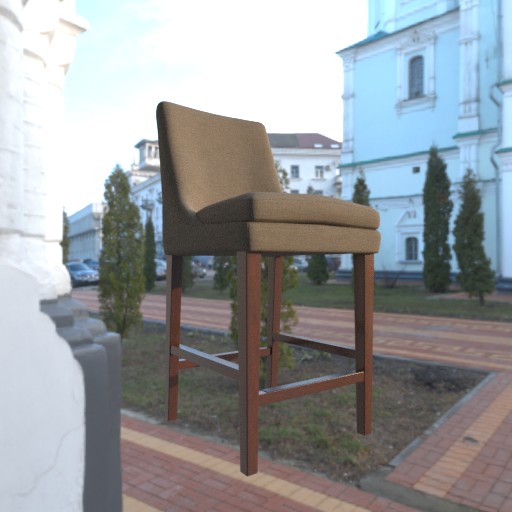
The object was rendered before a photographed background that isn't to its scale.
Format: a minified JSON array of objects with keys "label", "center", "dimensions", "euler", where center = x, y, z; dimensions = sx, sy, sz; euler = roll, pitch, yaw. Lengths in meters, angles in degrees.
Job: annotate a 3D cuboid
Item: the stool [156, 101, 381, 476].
[{"label":"stool","center":[0.000,0.000,1.312],"dimensions":[0.470,0.981,0.577],"euler":[0,-1,-36]}]
